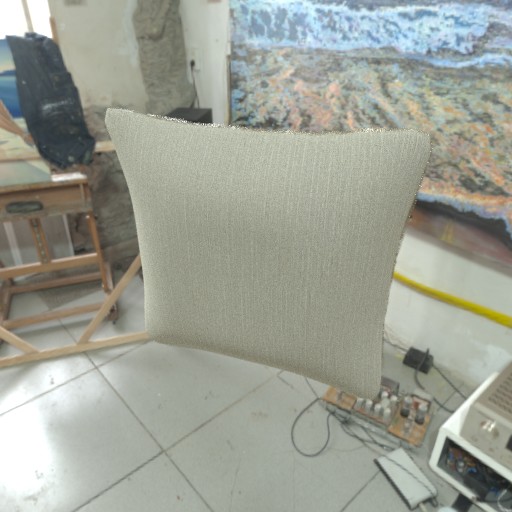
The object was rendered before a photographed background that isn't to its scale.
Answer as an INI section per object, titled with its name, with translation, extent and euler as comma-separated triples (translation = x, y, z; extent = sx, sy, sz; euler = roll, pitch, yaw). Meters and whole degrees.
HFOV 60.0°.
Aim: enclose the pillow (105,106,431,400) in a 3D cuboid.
[pillow]
translation = 0.000, 0.000, 0.830
extent = 0.538, 0.525, 0.216
euler = 10, 32, 16
